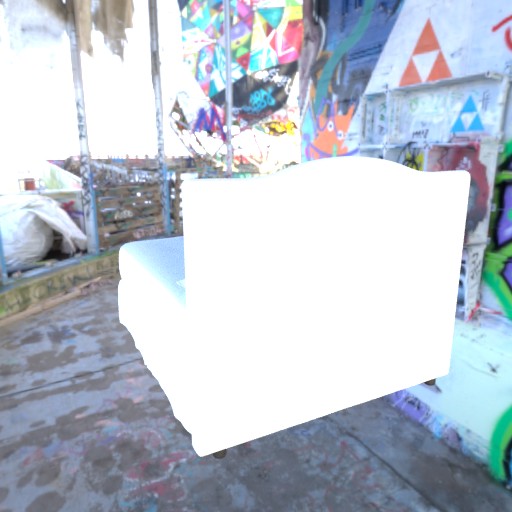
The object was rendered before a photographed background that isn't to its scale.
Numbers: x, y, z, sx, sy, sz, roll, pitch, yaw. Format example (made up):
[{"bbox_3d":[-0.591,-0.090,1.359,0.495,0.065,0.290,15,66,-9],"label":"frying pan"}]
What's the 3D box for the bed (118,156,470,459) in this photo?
[{"bbox_3d":[0.000,0.000,3.259,1.753,1.460,2.143,-7,15,-27],"label":"bed"}]
